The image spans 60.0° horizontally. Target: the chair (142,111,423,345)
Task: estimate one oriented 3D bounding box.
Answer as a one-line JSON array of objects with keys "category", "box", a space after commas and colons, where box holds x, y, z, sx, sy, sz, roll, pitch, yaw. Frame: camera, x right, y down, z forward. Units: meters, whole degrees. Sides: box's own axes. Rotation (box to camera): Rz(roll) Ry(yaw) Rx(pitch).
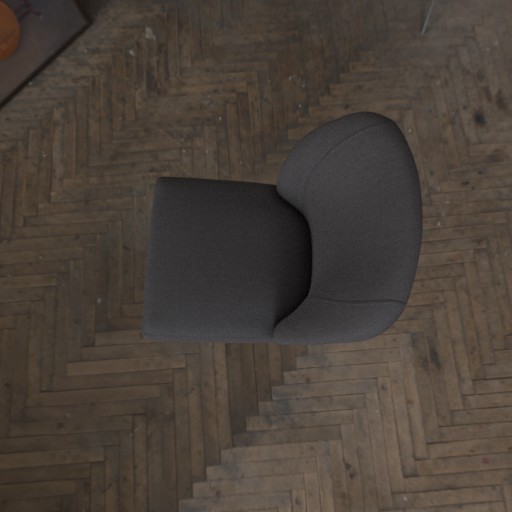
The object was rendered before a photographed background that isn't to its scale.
[{"category": "chair", "box": [0.000, 0.000, 1.249, 0.619, 0.879, 0.506, 2, 76, 0]}]
